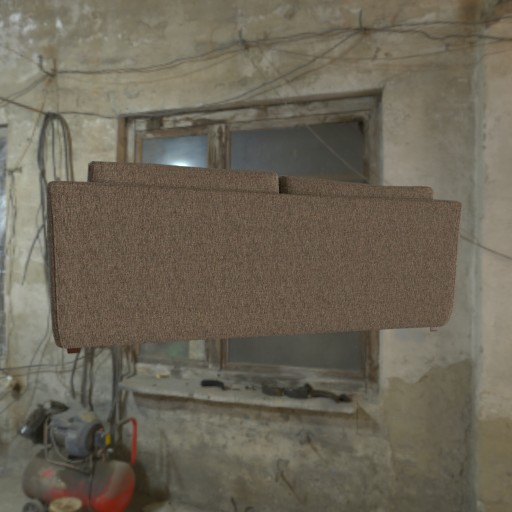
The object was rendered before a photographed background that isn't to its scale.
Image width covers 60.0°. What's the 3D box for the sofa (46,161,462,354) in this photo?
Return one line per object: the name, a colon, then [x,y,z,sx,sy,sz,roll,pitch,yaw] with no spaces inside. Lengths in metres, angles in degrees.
sofa: [0.000,0.000,2.941,2.418,0.998,1.103,0,0,-18]
